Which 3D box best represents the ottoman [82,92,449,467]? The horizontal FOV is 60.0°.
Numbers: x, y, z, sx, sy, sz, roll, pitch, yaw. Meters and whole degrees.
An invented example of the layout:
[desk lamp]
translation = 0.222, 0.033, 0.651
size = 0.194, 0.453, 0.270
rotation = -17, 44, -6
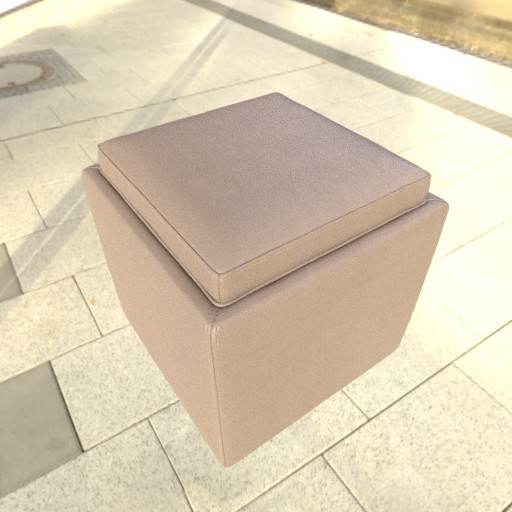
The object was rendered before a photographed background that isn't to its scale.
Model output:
[ottoman]
translation = 0.000, 0.000, 0.826
size = 0.450, 0.460, 0.451
rotation = -25, 48, -26
